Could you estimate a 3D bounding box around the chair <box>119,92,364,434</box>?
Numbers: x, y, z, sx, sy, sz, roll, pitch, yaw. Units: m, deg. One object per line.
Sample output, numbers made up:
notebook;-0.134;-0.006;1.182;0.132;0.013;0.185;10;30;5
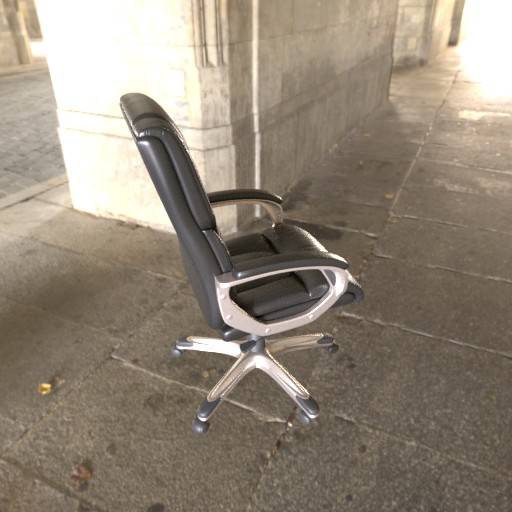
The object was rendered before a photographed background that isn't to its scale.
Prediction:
chair;0.000;0.000;1.622;0.780;1.145;0.700;-10;32;-17
